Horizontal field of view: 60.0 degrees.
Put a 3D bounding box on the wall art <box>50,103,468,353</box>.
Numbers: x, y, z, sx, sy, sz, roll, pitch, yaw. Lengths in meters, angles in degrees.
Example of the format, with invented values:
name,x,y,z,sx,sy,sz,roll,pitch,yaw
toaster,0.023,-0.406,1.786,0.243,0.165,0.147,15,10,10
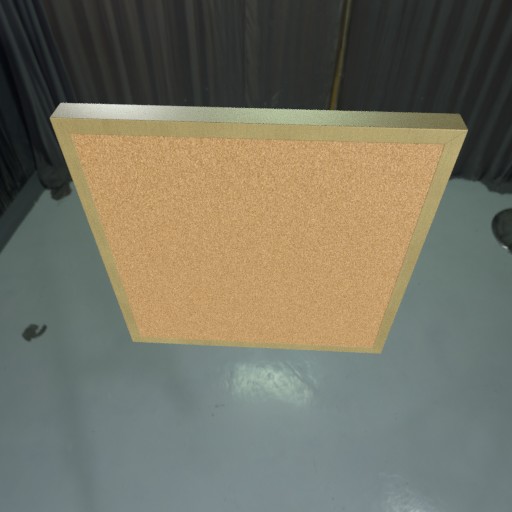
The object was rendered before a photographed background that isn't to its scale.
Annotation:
name,x,y,z,sx,sy,sz,roll,pitch,yaw
wall art,0.000,0.000,0.734,0.508,0.508,0.038,2,47,2
